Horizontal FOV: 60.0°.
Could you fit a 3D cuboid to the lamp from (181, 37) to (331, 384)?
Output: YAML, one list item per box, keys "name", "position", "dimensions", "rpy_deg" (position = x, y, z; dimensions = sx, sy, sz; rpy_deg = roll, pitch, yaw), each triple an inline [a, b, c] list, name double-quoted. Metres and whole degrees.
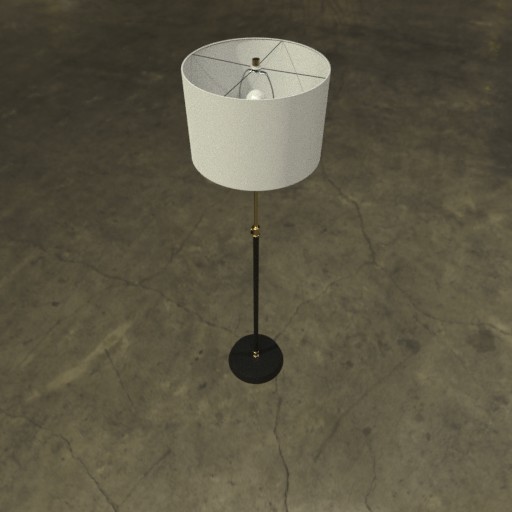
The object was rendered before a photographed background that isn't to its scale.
- name: "lamp"
  position: [0.000, 0.000, 1.735]
  dimensions: [0.404, 1.517, 0.404]
  rpy_deg: [17, 48, 16]
